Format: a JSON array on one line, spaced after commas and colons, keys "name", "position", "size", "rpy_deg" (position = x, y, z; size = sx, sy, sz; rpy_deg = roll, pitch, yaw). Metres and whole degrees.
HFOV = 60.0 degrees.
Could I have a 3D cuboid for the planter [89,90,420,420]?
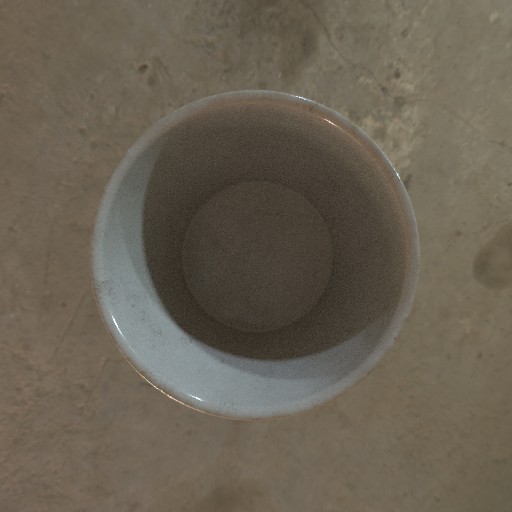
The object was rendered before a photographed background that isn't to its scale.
[{"name": "planter", "position": [0.000, 0.000, 0.221], "size": [0.126, 0.104, 0.126], "rpy_deg": [0, 89, 1]}]
